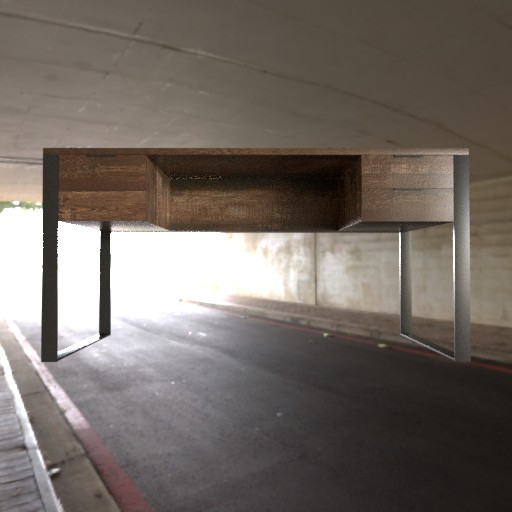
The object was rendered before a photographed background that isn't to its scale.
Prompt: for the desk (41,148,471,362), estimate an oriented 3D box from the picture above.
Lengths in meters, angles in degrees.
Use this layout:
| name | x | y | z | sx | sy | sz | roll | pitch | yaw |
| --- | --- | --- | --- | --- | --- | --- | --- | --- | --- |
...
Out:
| name | x | y | z | sx | sy | sz | roll | pitch | yaw |
| --- | --- | --- | --- | --- | --- | --- | --- | --- | --- |
| desk | 0.000 | 0.000 | 1.874 | 1.524 | 0.762 | 0.599 | 0 | -1 | 0 |
